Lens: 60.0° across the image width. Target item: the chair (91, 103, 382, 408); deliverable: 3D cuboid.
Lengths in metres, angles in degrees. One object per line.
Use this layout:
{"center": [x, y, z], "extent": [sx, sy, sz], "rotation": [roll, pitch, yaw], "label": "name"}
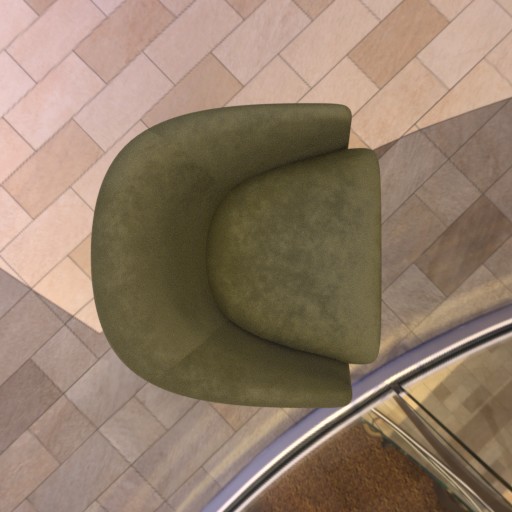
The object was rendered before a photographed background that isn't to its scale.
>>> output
{"center": [0.000, 0.000, 1.347], "extent": [0.767, 0.698, 0.773], "rotation": [0, 89, 0], "label": "chair"}
